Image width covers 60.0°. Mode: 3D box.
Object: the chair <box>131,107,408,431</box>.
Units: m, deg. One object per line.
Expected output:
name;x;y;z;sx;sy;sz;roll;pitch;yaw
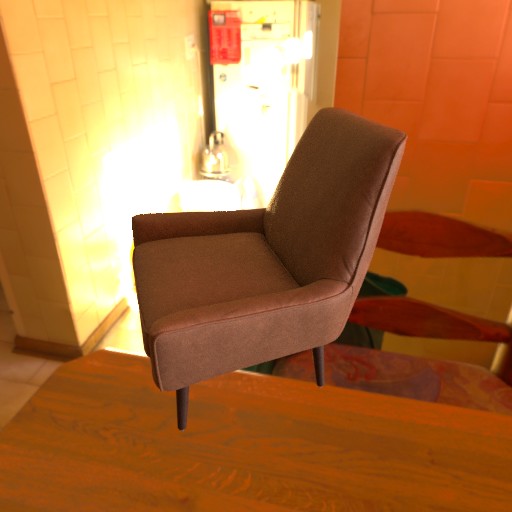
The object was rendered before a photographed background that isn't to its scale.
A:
chair;0.000;0.000;1.526;0.824;0.888;0.787;-8;30;-15
